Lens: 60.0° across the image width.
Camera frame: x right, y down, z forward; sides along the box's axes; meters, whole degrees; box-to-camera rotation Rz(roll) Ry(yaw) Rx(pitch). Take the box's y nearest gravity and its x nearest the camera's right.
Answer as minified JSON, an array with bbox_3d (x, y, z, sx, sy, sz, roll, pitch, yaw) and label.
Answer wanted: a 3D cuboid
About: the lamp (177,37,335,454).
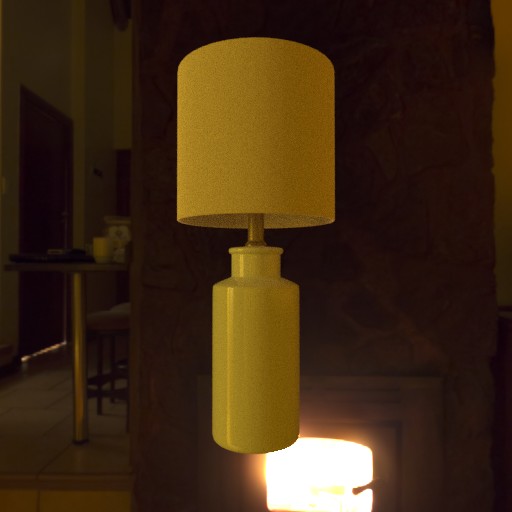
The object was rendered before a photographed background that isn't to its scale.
[{"bbox_3d":[0.000,0.000,0.604,0.212,0.493,0.212,0,-1,-17],"label":"lamp"}]
